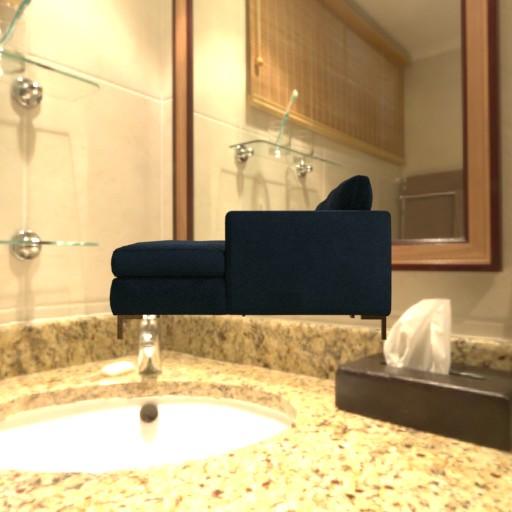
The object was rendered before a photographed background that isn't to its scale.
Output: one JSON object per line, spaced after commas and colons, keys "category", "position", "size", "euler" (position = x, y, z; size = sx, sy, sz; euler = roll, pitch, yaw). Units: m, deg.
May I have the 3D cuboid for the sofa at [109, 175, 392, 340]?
{"category": "sofa", "position": [0.000, 0.000, 3.532], "size": [1.350, 0.810, 2.932], "euler": [0, 0, 1]}
